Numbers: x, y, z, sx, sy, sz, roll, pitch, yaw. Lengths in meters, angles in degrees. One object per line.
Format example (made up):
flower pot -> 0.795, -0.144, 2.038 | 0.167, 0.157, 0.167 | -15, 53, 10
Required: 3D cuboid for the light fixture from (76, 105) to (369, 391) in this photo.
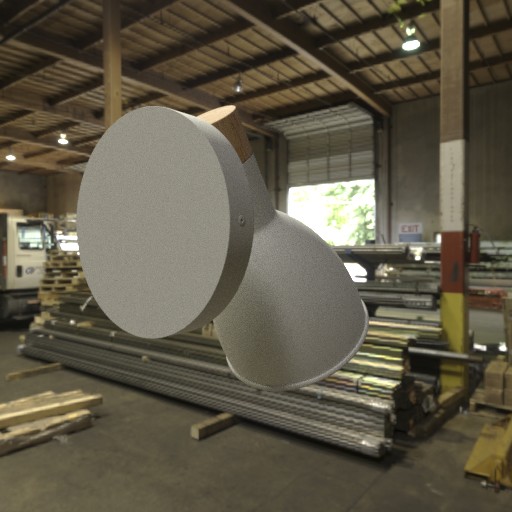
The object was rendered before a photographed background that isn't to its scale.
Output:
light fixture -> 0.000, 0.000, 0.324 | 0.127, 0.199, 0.209 | 1, 2, 37
